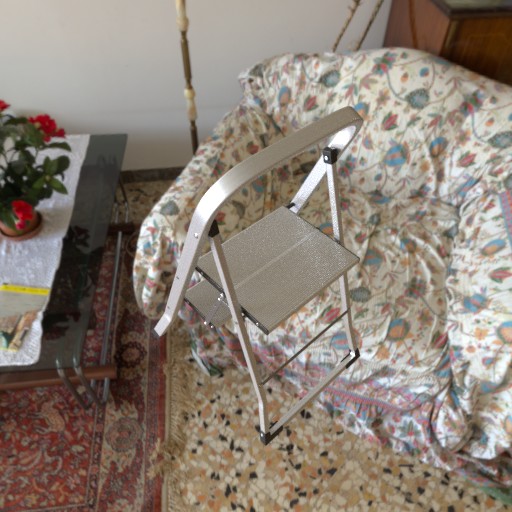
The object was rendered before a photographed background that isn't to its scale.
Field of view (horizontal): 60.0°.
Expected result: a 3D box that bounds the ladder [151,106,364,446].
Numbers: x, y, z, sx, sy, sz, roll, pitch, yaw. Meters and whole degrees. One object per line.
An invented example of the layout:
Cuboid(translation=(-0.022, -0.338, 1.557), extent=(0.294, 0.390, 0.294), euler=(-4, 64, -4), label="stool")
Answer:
Cuboid(translation=(0.000, 0.000, 1.140), extent=(0.465, 0.830, 0.530), euler=(-34, 56, -27), label="ladder")
